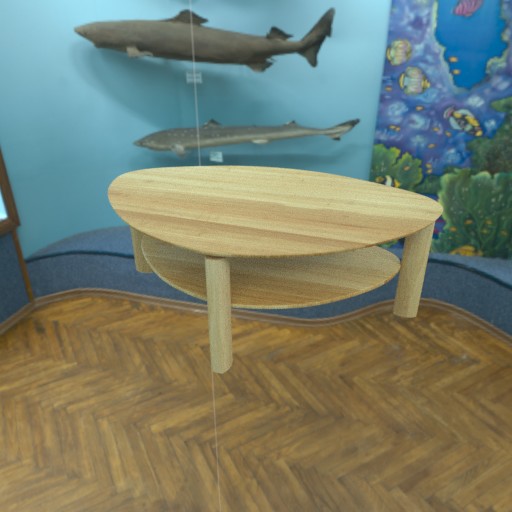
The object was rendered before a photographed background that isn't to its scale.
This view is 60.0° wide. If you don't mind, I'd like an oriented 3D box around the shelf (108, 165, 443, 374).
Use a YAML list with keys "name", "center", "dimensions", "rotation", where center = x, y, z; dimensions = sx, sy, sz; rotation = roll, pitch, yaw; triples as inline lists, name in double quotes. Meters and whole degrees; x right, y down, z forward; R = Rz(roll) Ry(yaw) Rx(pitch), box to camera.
- name: "shelf"
  center: [0.000, 0.000, 1.659]
  dimensions: [1.246, 0.440, 0.845]
  rotation: [8, 28, 16]
